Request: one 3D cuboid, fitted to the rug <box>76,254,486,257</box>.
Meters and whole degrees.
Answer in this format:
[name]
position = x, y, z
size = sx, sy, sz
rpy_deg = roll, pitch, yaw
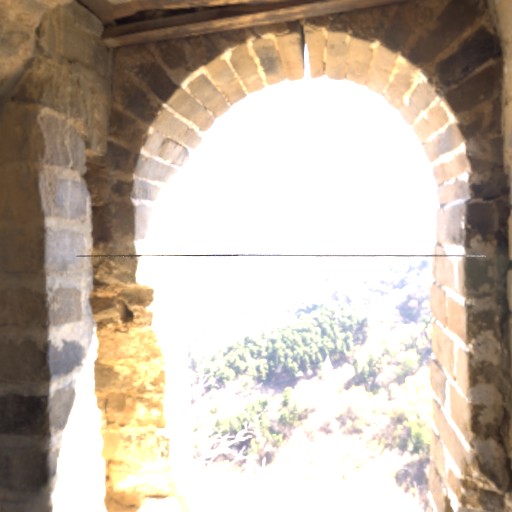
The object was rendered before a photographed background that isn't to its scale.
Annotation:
[rug]
position = 0.000, 0.000, 4.096
size = 2.423, 0.014, 3.040
rpy_deg = 0, 0, -36
